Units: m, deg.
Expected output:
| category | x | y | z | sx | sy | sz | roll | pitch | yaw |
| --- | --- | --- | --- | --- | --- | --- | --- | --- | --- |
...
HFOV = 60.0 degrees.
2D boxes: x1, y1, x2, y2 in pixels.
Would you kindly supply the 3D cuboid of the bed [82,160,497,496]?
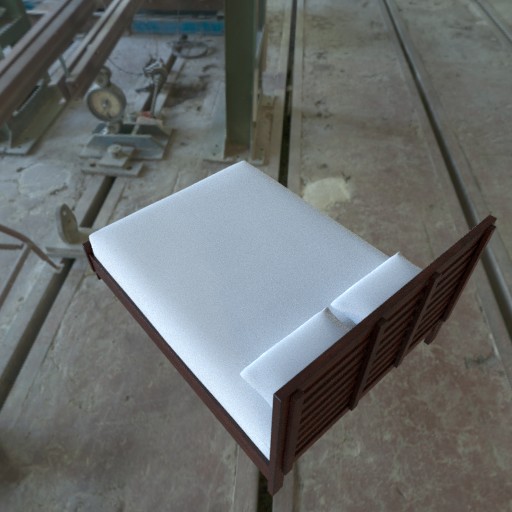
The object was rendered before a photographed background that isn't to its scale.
| category | x | y | z | sx | sy | sz | roll | pitch | yaw |
| --- | --- | --- | --- | --- | --- | --- | --- | --- | --- |
| bed | 0.000 | 0.000 | 3.838 | 2.040 | 1.492 | 2.803 | -32 | 54 | -27 |
